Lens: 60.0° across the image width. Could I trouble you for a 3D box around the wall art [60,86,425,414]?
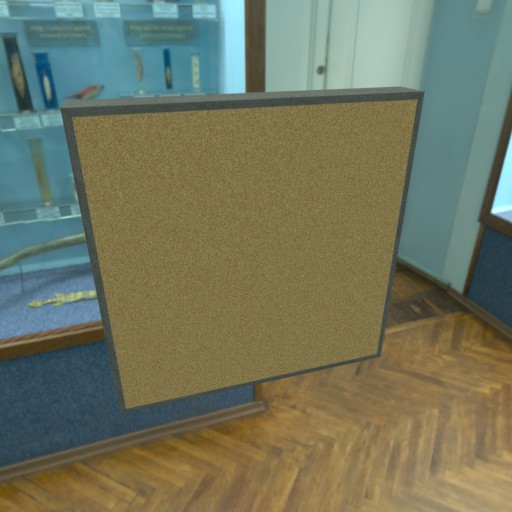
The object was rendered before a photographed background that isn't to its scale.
[{"bbox_3d":[0.000,0.000,0.440,0.303,0.302,0.038,-8,29,-15],"label":"wall art"}]
